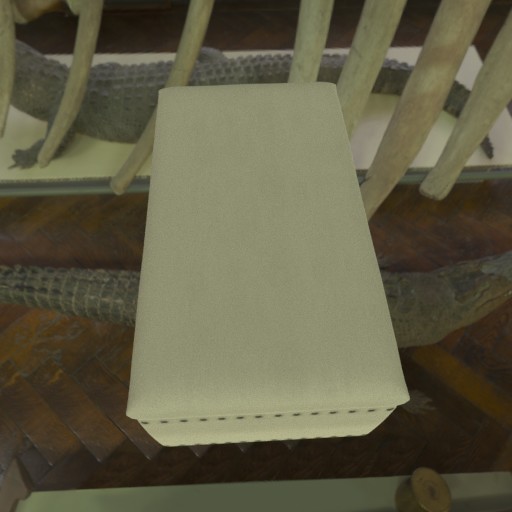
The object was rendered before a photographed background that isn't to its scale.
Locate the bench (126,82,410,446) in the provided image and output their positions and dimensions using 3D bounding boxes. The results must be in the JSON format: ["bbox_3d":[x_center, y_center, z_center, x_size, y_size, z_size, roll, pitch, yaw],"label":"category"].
[{"bbox_3d":[0.000,0.000,1.172,0.500,0.449,0.887,-3,57,-2],"label":"bench"}]
